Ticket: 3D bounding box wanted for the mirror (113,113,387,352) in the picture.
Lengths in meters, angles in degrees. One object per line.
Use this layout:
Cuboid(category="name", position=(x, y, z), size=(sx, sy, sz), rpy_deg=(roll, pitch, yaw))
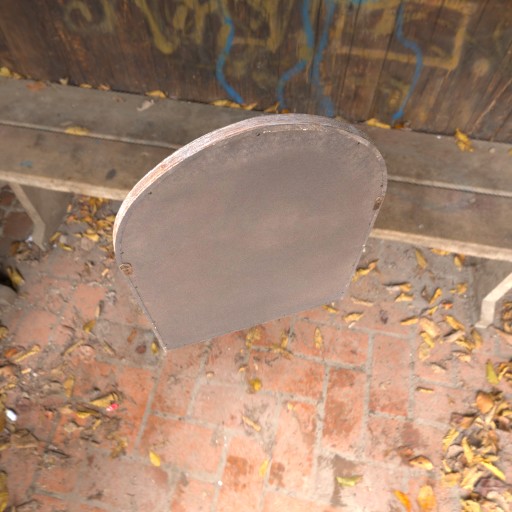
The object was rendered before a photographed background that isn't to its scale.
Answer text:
Cuboid(category="mirror", position=(0.000, 0.000, 1.176), size=(0.660, 0.920, 0.032), rpy_deg=(-15, 61, -9))
